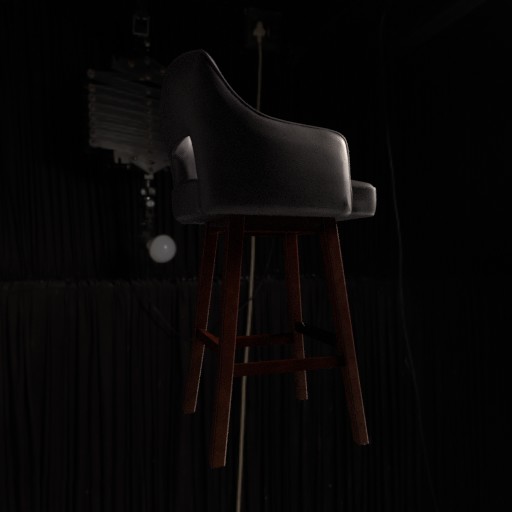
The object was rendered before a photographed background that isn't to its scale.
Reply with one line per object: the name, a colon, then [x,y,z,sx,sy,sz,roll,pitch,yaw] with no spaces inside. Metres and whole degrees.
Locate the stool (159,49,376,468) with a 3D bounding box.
stool: [0.000,0.000,1.338,0.560,1.041,0.550,0,0,-19]
